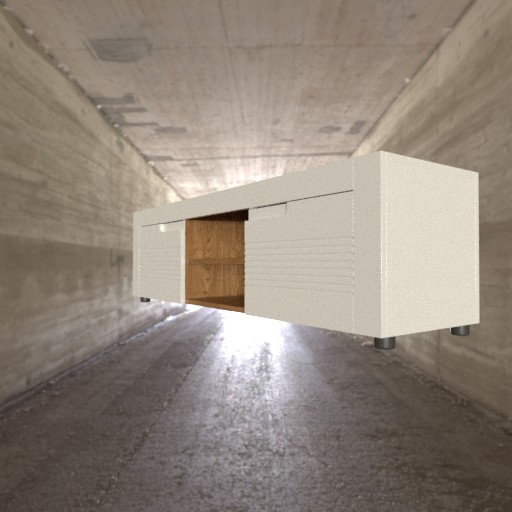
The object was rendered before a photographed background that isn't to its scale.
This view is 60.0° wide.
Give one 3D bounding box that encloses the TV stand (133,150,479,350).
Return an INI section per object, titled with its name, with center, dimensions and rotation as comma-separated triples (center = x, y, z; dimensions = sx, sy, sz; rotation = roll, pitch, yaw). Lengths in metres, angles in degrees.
[TV stand]
center = 0.000, 0.000, 1.690
dimensions = 0.410, 0.440, 1.500
rotation = 1, -1, -36
